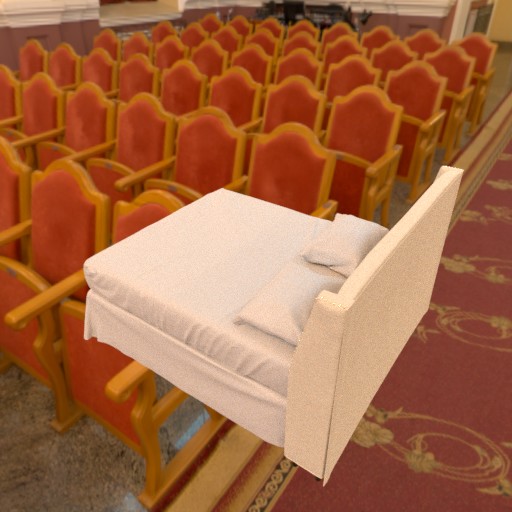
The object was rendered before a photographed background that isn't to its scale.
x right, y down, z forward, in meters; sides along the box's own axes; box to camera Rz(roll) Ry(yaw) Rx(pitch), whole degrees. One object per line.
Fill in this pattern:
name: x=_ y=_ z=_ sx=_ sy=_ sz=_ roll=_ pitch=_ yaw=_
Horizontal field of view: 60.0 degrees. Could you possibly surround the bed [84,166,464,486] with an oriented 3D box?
bed: x=0.000 y=0.000 z=3.352 sx=2.276 sy=1.332 sz=1.925 roll=21 pitch=38 yaw=29
